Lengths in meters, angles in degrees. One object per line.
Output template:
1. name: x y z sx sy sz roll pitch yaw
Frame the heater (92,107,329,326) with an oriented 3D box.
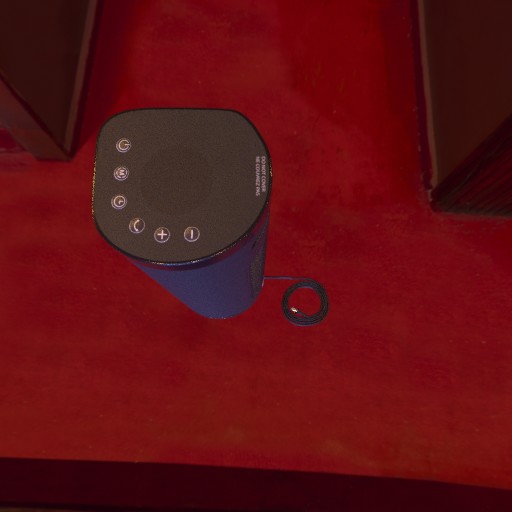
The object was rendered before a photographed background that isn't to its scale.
1. heater: 0.000 0.000 0.687 0.312 0.552 0.174 0 77 0
